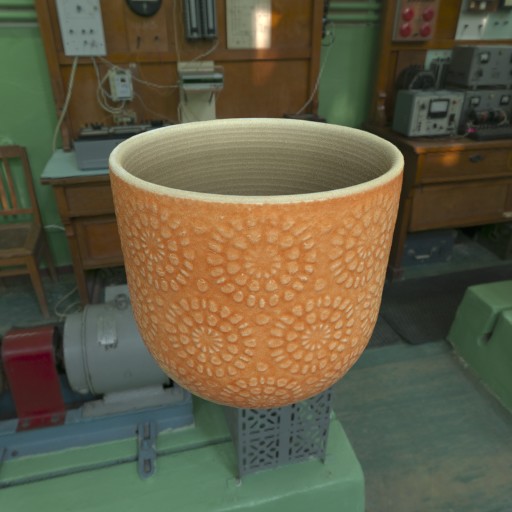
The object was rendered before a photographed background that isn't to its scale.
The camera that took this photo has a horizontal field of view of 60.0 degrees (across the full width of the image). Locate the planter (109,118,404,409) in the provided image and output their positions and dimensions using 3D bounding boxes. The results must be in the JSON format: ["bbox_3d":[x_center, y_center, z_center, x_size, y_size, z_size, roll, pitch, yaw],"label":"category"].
[{"bbox_3d":[0.000,0.000,0.292,0.170,0.152,0.170,0,29,0],"label":"planter"}]
